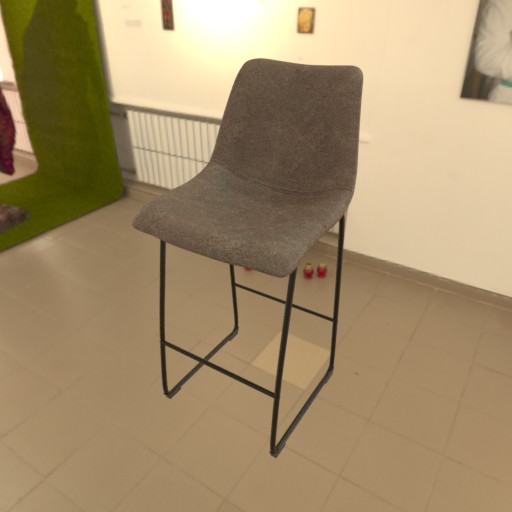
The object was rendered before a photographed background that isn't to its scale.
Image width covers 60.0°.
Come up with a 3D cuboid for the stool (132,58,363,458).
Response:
[{"bbox_3d":[0.000,0.000,1.397,0.514,1.082,0.561,18,35,28],"label":"stool"}]
